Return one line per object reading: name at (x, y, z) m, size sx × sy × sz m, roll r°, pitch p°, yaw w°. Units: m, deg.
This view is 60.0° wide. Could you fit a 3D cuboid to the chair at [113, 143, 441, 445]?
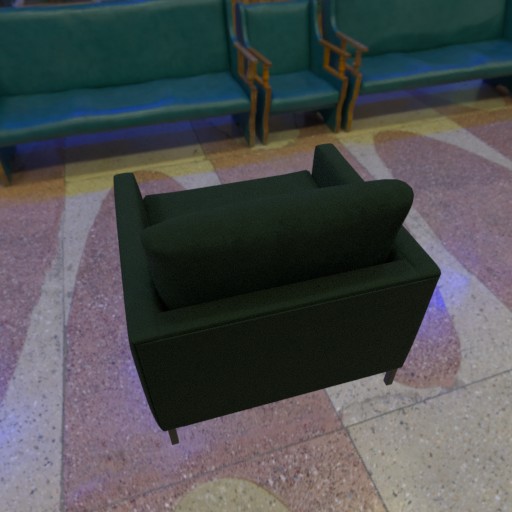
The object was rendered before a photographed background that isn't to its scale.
chair at (0.000, 0.000, 1.672) m, size 0.963 × 0.861 × 0.866 m, roll -11°, pitch 43°, yaw -12°
